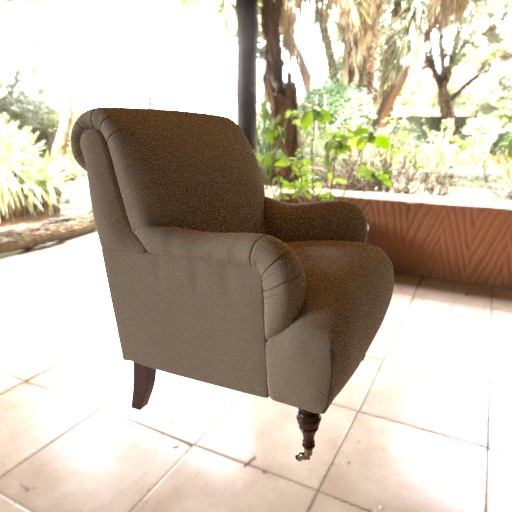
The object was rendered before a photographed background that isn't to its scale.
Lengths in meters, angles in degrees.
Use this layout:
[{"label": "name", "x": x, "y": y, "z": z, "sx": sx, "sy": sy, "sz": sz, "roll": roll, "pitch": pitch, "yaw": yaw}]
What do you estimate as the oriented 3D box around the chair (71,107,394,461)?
[{"label": "chair", "x": 0.000, "y": 0.000, "z": 1.482, "sx": 0.842, "sy": 0.942, "sz": 0.766, "roll": 7, "pitch": 17, "yaw": 26}]
